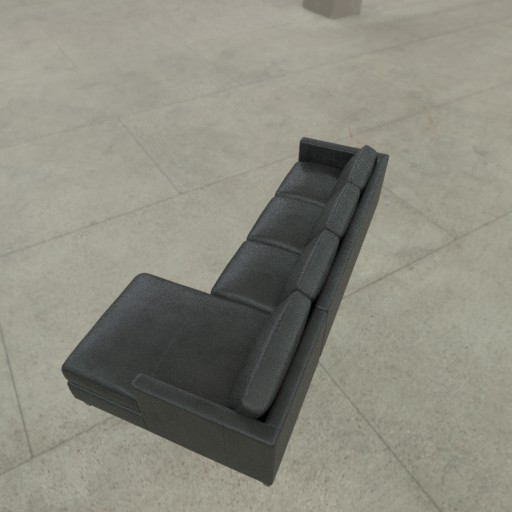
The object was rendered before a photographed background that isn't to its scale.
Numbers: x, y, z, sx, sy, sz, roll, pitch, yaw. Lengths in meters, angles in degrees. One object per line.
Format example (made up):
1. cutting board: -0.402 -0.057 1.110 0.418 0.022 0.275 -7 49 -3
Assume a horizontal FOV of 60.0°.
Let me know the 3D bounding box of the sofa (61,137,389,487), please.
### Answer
1. sofa: 0.000 0.000 3.860 1.581 0.883 3.203 17 47 16
